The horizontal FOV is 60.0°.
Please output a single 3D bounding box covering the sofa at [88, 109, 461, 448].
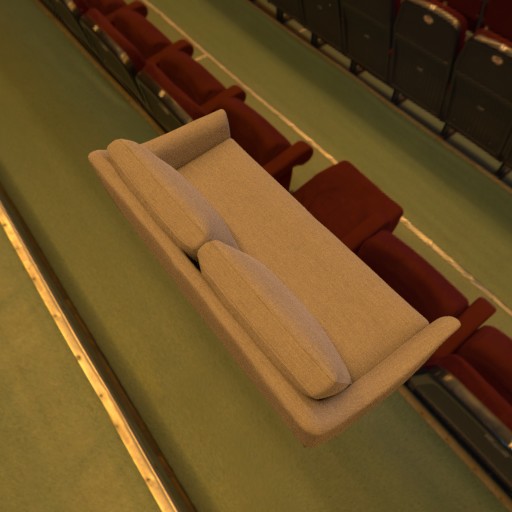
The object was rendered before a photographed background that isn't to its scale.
[{"bbox_3d":[0.000,0.000,2.547,0.980,0.913,2.036,-33,63,-19],"label":"sofa"}]
